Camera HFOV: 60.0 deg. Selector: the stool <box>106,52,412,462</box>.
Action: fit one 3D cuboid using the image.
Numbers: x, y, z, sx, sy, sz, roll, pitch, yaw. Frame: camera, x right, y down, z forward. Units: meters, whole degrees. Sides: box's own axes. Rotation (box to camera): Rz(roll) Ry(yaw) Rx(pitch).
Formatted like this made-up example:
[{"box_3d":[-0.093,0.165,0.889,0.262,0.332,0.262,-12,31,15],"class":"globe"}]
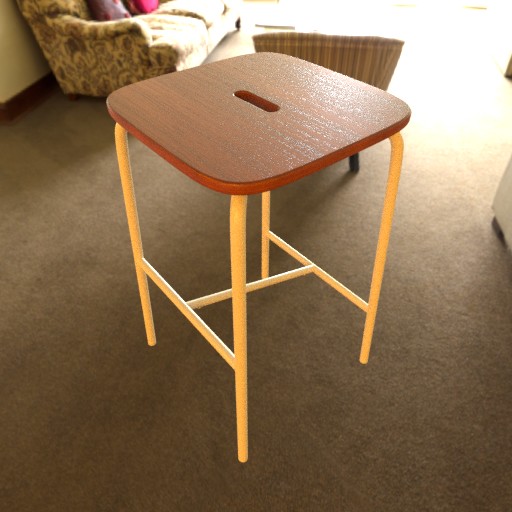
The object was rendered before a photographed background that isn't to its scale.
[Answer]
[{"box_3d":[0.000,0.000,0.852,0.376,0.610,0.376,-29,49,-28],"class":"stool"}]
